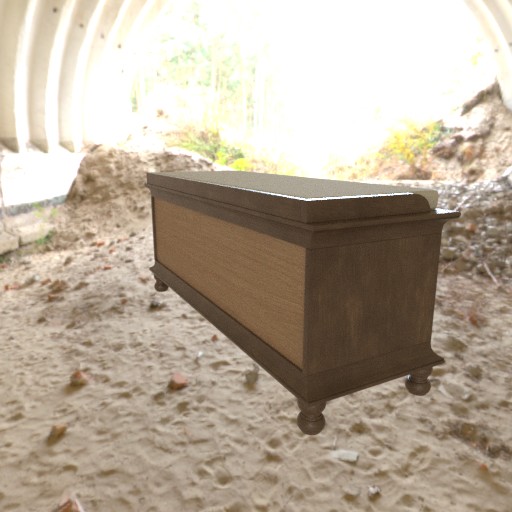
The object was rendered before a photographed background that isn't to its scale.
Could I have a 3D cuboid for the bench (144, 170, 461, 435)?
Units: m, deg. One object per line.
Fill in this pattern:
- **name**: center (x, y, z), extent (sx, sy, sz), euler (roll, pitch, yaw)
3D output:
- **bench**: center (0.000, 0.000, 1.450), extent (0.402, 0.501, 1.185), euler (-7, 15, -28)
